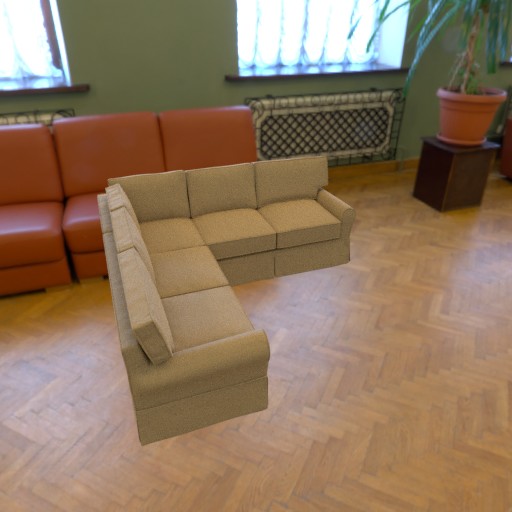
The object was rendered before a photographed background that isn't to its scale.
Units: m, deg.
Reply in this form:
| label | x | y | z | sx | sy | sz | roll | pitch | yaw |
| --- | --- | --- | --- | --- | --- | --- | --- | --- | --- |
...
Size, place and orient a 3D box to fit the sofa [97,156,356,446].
| label | x | y | z | sx | sy | sz | roll | pitch | yaw |
| --- | --- | --- | --- | --- | --- | --- | --- | --- | --- |
| sofa | 0.000 | 0.000 | 4.334 | 2.733 | 1.124 | 2.730 | -10 | 32 | -17 |
